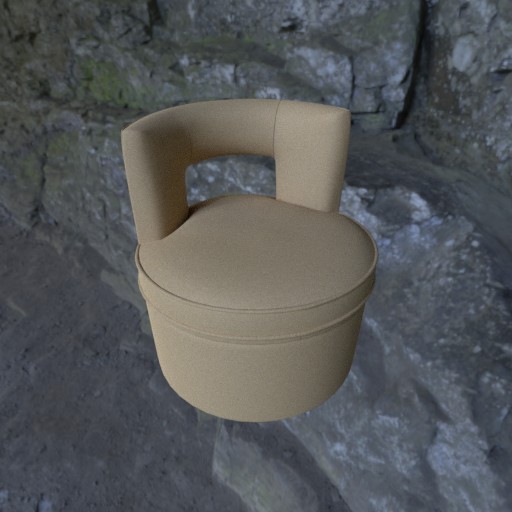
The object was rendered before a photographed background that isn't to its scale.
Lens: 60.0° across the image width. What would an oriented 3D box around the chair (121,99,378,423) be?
[{"bbox_3d":[0.000,0.000,1.240,0.650,0.723,0.665,-10,33,-16],"label":"chair"}]
